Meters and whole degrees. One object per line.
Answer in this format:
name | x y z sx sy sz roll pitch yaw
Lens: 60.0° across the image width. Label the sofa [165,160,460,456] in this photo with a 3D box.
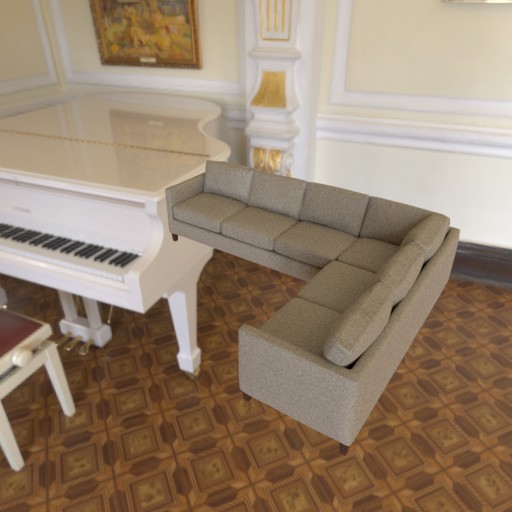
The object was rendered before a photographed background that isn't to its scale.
sofa | 0.000 0.000 4.491 3.302 0.947 2.593 19 35 30
